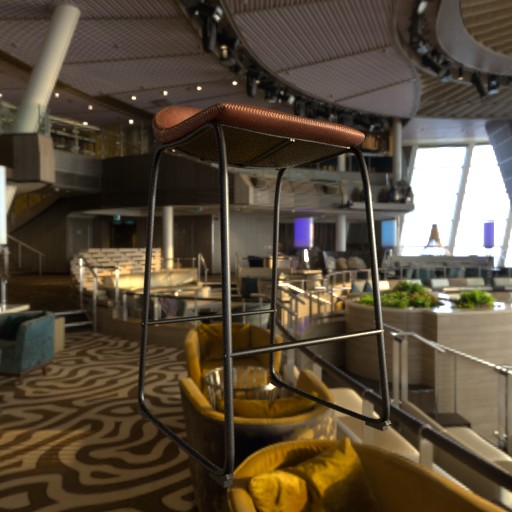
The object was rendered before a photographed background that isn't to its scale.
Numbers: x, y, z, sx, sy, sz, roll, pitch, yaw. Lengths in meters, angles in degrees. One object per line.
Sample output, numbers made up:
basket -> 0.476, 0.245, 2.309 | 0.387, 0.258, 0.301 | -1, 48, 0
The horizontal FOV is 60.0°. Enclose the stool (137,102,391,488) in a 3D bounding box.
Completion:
stool -> 0.000, 0.000, 1.108 | 0.454, 0.830, 0.473 | -1, 1, -35
